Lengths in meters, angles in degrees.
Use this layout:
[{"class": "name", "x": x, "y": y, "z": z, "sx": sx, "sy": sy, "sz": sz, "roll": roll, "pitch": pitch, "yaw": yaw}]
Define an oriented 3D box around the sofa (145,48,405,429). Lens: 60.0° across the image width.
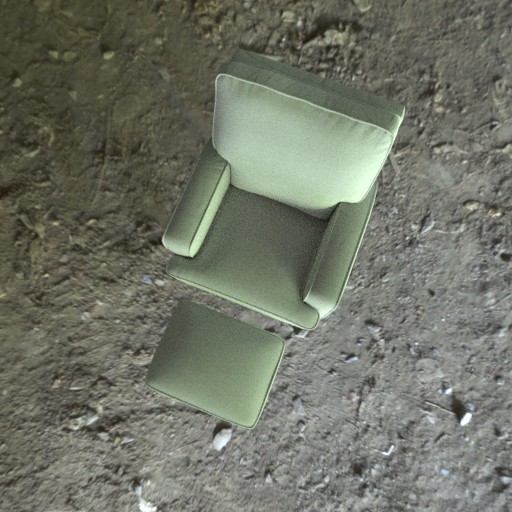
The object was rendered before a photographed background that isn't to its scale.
[{"class": "sofa", "x": 0.000, "y": 0.000, "z": 2.033, "sx": 0.861, "sy": 0.959, "sz": 1.472, "roll": 21, "pitch": 78, "yaw": 5}]
